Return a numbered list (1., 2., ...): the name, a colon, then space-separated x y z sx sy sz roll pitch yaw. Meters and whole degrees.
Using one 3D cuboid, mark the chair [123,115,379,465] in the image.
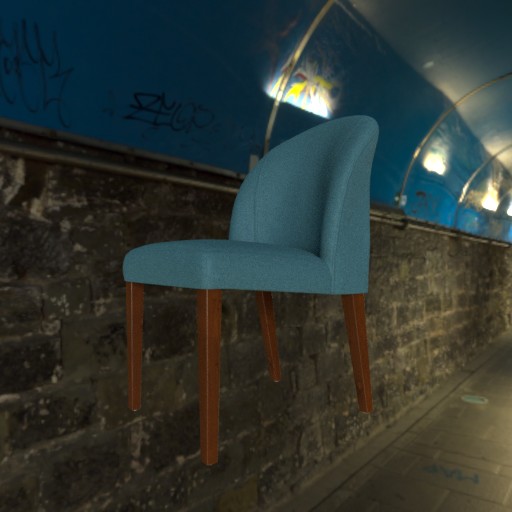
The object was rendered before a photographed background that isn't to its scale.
1. chair: 0.000 0.000 1.264 0.620 0.879 0.507 0 -1 -37
